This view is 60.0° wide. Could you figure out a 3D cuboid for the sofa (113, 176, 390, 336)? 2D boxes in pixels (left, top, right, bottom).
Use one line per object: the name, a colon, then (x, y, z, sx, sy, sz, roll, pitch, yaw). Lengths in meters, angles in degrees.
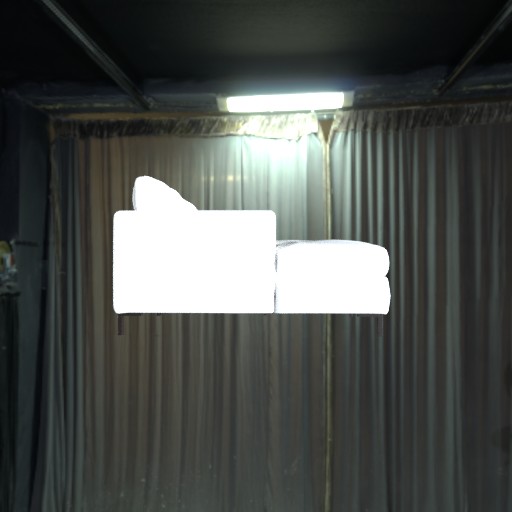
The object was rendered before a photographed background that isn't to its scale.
sofa: (0.000, 0.000, 3.880, 1.467, 0.875, 3.186, 0, -1, 1)
